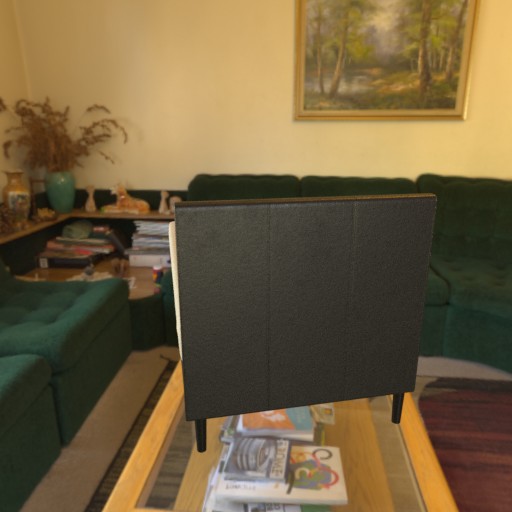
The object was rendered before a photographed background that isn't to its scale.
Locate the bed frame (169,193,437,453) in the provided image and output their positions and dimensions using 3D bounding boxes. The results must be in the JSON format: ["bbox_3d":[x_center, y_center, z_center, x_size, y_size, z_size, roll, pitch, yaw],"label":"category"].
[{"bbox_3d":[0.000,0.000,2.609,1.038,1.046,2.152,-3,17,-11],"label":"bed frame"}]
